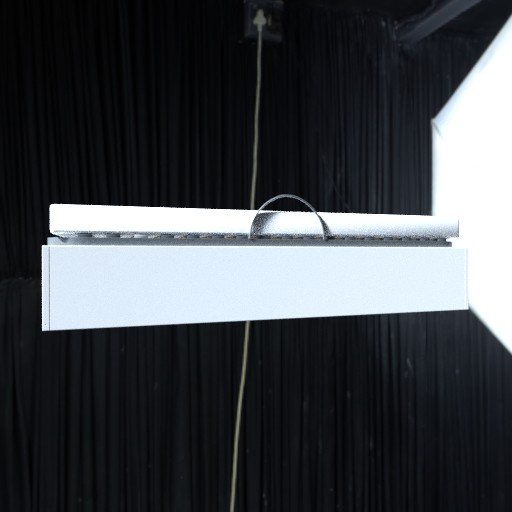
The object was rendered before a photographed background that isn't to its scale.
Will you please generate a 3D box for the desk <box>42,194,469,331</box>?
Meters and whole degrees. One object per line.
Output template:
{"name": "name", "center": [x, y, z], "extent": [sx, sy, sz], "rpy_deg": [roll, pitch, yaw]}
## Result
{"name": "desk", "center": [0.000, 0.000, 2.298], "extent": [1.900, 0.526, 0.900], "rpy_deg": [0, 0, -18]}
